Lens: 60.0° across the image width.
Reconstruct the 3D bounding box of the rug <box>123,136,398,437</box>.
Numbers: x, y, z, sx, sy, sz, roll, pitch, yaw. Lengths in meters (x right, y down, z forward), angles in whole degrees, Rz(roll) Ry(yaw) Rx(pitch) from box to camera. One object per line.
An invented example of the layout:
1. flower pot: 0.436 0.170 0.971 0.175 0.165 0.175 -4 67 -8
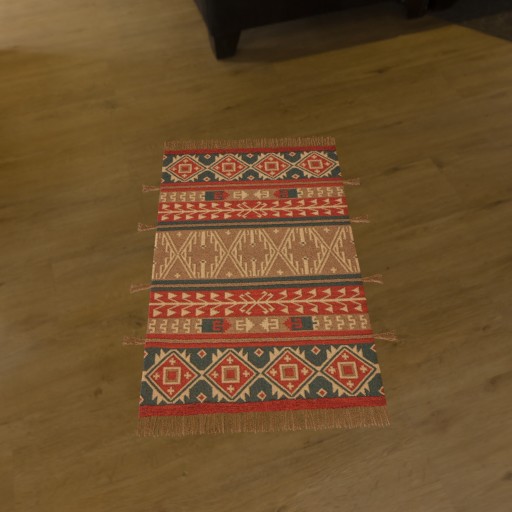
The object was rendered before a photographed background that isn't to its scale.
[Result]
1. rug: 0.000 0.000 2.667 1.469 0.040 2.025 -2 57 -1
